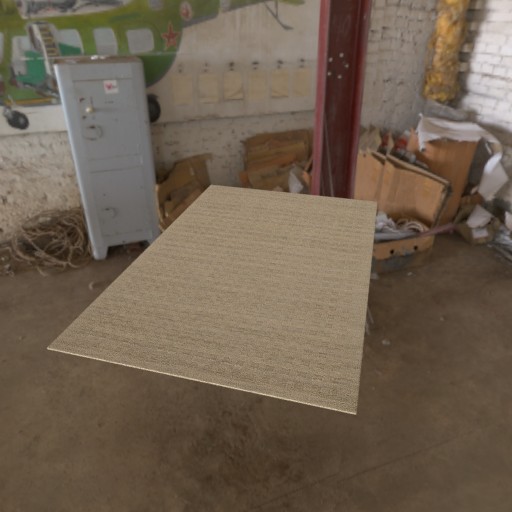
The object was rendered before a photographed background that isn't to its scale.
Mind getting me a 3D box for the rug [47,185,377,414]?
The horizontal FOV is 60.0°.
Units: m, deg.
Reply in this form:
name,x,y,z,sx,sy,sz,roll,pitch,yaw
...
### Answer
name,x,y,z,sx,sy,sz,roll,pitch,yaw
rug,0.000,0.000,2.262,1.142,0.006,1.752,8,31,13
